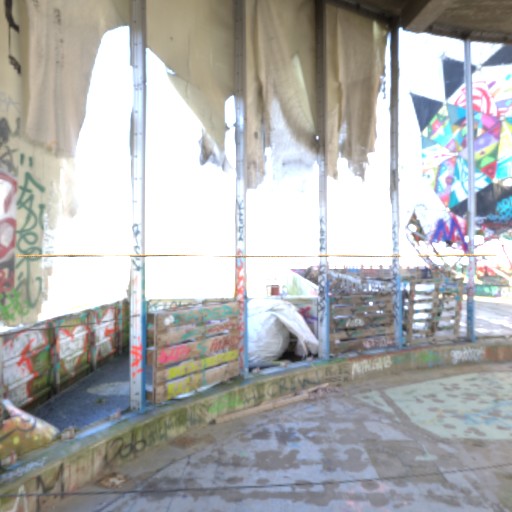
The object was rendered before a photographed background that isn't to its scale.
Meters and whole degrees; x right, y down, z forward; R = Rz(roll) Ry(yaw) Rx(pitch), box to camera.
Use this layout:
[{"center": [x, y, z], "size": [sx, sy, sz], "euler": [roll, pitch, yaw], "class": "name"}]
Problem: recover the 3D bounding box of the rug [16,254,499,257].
[{"center": [0.000, 0.000, 2.450], "size": [2.294, 0.014, 0.704], "euler": [0, -1, 1], "class": "rug"}]
